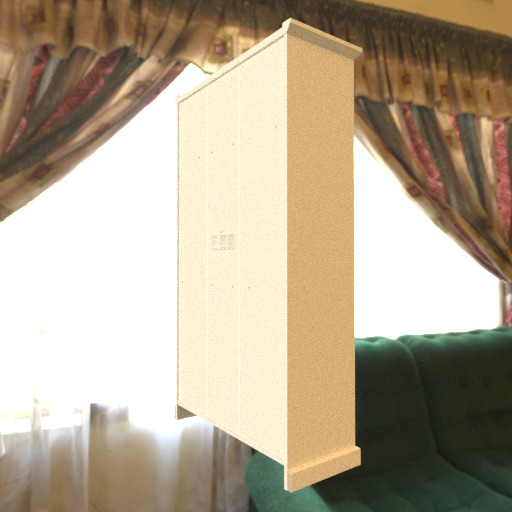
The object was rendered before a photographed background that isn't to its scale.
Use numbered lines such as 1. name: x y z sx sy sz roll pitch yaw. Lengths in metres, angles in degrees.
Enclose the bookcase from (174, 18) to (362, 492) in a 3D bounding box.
1. bookcase: 0.000 0.000 2.298 0.432 1.880 1.050 1 -1 -36
